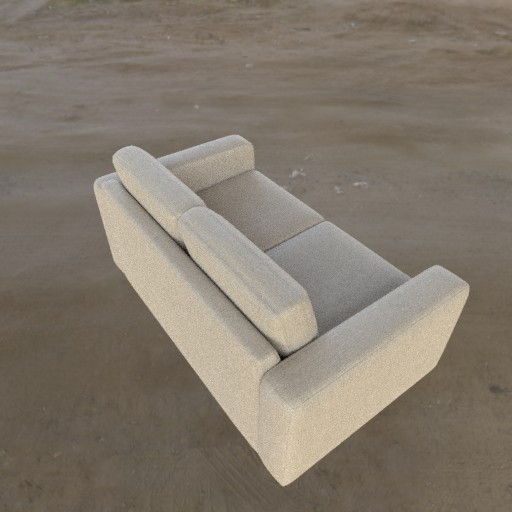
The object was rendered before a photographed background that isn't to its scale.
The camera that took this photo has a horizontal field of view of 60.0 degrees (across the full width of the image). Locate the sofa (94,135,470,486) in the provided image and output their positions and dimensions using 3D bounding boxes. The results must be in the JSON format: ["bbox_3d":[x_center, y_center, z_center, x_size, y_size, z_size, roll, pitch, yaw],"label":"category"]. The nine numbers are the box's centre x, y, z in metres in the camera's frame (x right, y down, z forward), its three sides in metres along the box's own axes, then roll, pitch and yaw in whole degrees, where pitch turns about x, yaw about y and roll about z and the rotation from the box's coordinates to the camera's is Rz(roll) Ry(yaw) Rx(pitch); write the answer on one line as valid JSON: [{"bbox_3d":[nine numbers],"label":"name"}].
[{"bbox_3d":[0.000,0.000,2.007,0.900,0.800,1.540,-26,47,-26],"label":"sofa"}]
